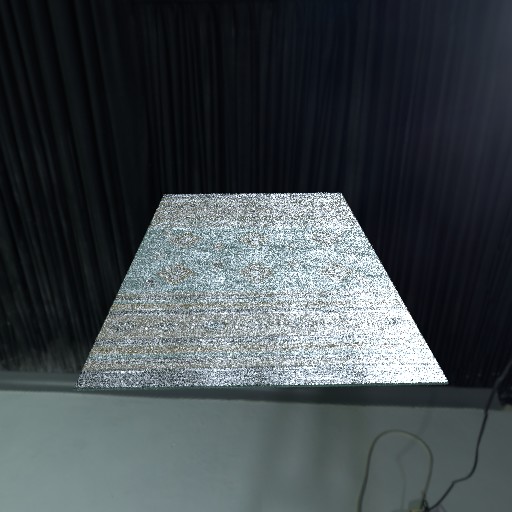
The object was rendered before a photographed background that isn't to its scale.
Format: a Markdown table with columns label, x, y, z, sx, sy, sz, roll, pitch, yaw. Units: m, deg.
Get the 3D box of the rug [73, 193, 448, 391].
| label | x | y | z | sx | sy | sz | roll | pitch | yaw |
| --- | --- | --- | --- | --- | --- | --- | --- | --- | --- |
| rug | 0.000 | 0.000 | 2.233 | 1.212 | 0.010 | 1.811 | -1 | 28 | -1 |
